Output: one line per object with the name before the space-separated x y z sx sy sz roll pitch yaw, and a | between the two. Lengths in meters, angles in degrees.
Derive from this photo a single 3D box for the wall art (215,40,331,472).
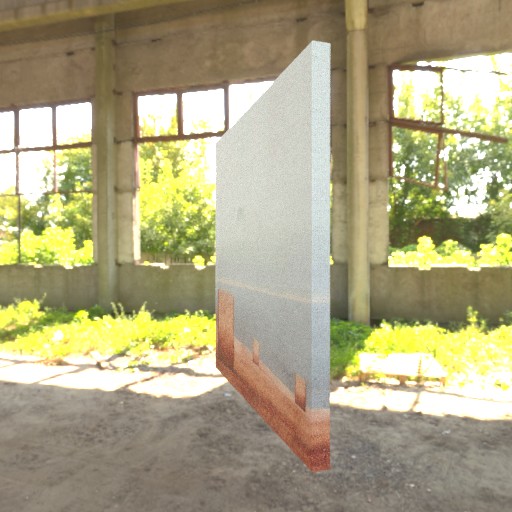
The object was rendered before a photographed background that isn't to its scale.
wall art | 0.000 0.000 0.611 0.023 0.405 0.405 0 0 -18
